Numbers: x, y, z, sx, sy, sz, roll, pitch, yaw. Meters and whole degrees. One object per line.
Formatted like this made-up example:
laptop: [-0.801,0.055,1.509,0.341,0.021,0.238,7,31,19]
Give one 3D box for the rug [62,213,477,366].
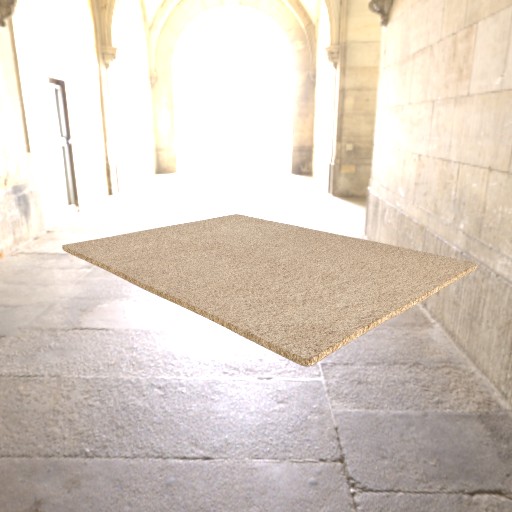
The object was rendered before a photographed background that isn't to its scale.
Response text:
rug: [0.000,0.000,2.100,1.199,0.025,1.600,-16,23,-42]
